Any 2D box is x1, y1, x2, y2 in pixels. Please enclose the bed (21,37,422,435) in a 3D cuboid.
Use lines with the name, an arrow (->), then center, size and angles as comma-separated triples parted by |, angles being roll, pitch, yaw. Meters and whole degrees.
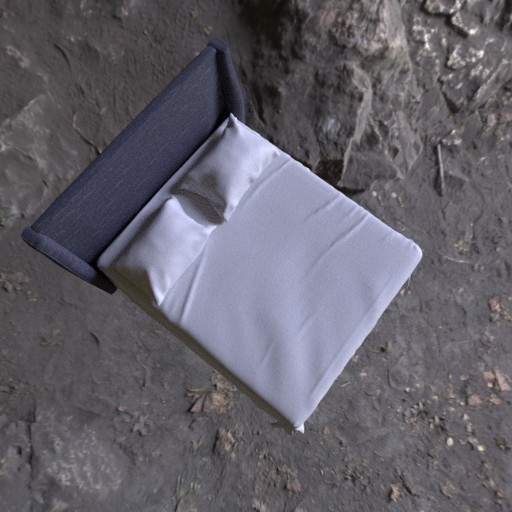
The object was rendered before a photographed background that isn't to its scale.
bed -> 0.000, 0.000, 3.384 | 2.276, 1.332, 1.925 | 37, 78, 9
